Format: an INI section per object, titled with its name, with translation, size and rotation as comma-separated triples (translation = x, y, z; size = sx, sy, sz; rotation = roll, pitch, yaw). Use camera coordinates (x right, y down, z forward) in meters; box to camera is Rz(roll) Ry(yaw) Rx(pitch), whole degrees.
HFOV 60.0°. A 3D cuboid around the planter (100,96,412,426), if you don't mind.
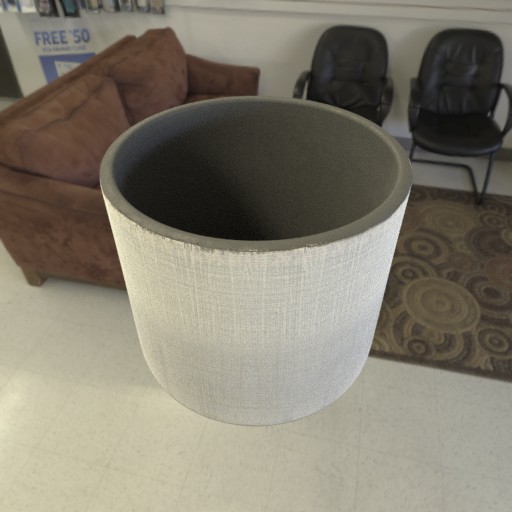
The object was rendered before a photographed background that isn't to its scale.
[planter]
translation = 0.000, 0.000, 0.388
size = 0.226, 0.201, 0.226
rotation = 0, 41, 0
